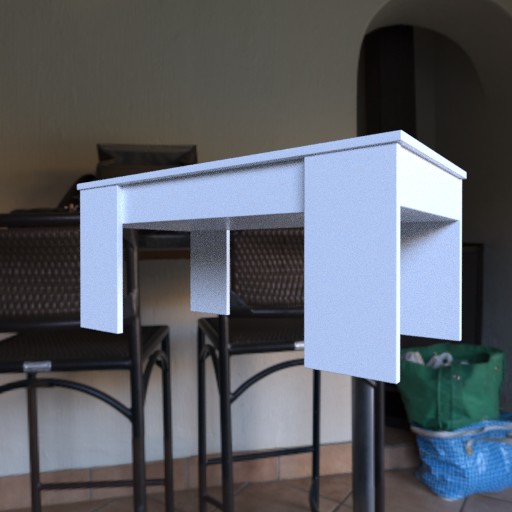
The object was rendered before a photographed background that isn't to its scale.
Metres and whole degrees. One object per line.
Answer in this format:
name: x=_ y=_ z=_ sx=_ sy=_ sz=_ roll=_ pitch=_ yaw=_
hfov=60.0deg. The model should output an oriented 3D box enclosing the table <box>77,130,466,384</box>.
table: x=0.000 y=0.000 z=1.261 sx=1.000 sy=0.440 sz=0.500 roll=0 pitch=1 yaw=37
